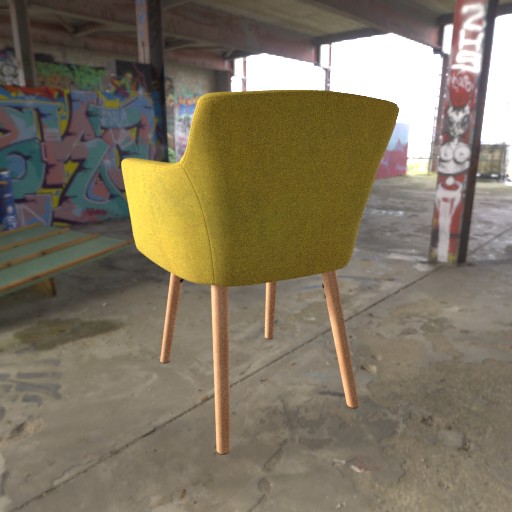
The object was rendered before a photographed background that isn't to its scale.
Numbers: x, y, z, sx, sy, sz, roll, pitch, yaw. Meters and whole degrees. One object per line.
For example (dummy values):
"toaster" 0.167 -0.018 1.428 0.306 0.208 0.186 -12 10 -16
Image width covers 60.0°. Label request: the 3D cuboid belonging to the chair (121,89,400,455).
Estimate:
"chair" 0.000 0.000 1.162 0.570 0.780 0.570 -8 17 -26
